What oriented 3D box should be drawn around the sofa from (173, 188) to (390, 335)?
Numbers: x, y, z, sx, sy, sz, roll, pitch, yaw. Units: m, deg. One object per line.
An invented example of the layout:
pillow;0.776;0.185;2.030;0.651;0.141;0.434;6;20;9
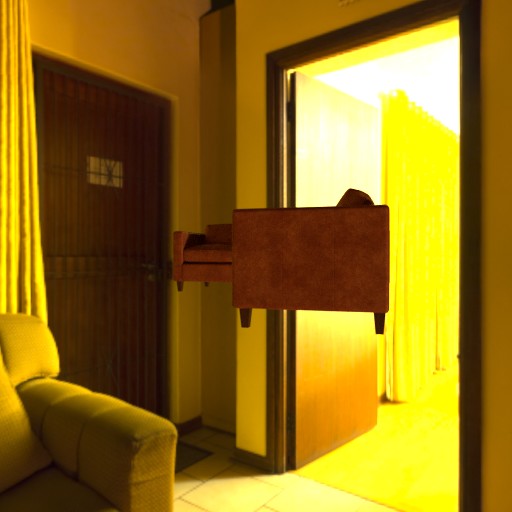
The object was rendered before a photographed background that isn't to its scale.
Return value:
sofa;0.000;0.000;4.211;2.438;0.838;3.150;0;0;17
